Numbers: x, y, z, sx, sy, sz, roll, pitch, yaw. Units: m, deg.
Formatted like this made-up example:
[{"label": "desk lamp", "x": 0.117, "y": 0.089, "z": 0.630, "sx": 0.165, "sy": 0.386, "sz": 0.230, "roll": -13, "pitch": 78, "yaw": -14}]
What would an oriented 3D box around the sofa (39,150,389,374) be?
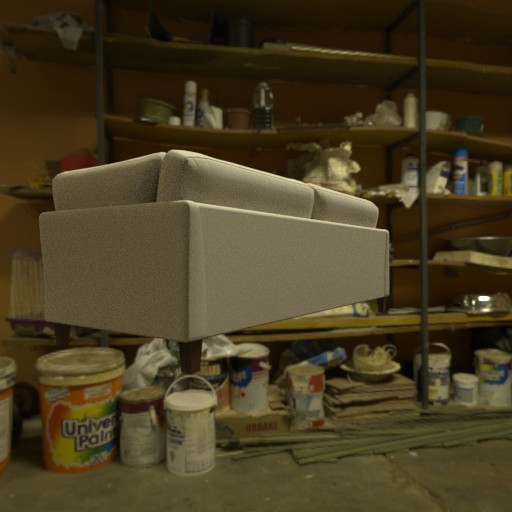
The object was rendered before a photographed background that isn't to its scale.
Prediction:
[{"label": "sofa", "x": 0.000, "y": 0.000, "z": 2.762, "sx": 0.957, "sy": 0.863, "sz": 2.301, "roll": 0, "pitch": 0, "yaw": 35}]
